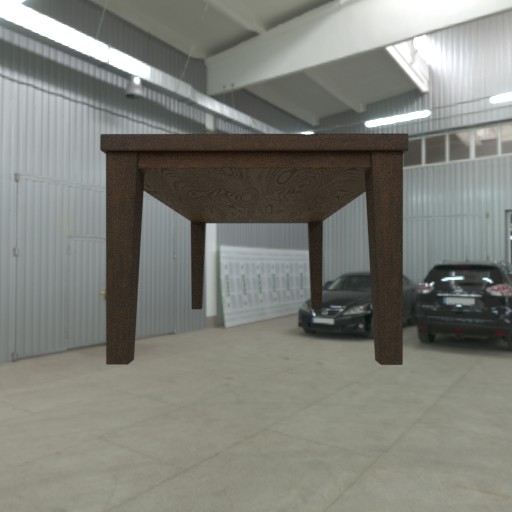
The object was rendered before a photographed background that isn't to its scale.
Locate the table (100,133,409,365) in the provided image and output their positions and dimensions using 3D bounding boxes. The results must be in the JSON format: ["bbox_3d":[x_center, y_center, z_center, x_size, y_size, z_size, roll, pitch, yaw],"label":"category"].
[{"bbox_3d":[0.000,0.000,2.437,1.016,0.762,1.981,0,-1,0],"label":"table"}]
